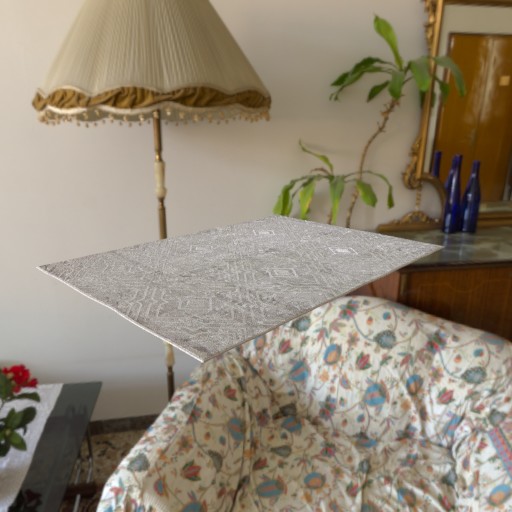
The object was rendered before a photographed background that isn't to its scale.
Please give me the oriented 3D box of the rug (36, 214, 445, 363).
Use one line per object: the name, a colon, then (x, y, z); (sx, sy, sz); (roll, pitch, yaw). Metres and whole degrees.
rug: (0.000, 0.000, 4.453); (2.448, 0.020, 3.359); (16, 23, 42)
